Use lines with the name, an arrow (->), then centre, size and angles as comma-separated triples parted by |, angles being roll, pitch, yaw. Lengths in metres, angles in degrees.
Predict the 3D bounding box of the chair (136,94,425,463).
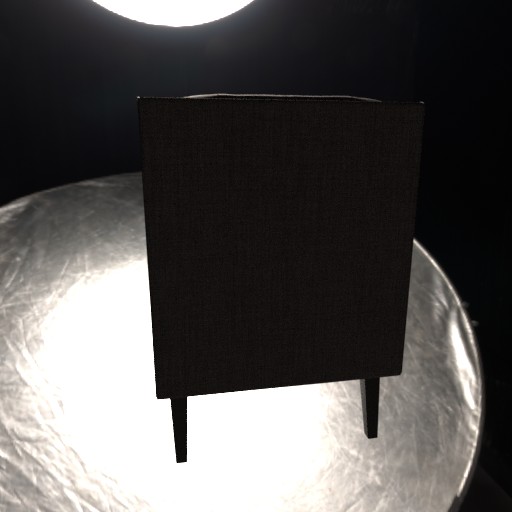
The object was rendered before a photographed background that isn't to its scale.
chair -> 0.000, 0.000, 1.400 | 0.655, 0.891, 0.771 | -3, 14, -10
